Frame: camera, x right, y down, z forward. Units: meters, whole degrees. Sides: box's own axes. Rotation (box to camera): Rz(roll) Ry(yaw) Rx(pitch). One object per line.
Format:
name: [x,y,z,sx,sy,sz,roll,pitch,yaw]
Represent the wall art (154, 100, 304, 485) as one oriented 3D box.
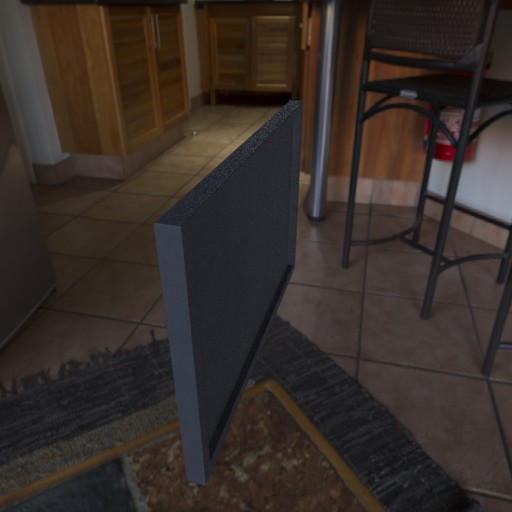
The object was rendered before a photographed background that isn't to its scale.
wall art: [0.000,0.000,0.571,0.021,0.301,0.443,8,32,14]
